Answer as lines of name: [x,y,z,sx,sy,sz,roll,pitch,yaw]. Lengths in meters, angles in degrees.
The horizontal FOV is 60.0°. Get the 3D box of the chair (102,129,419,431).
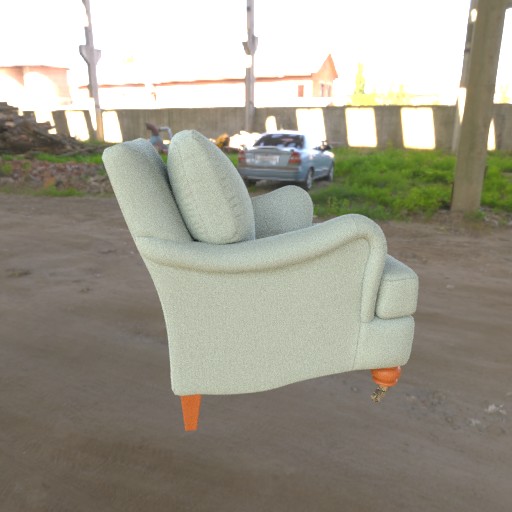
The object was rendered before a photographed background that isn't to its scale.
chair: [0.000,0.000,1.896,1.070,1.038,0.955,-3,16,-10]
